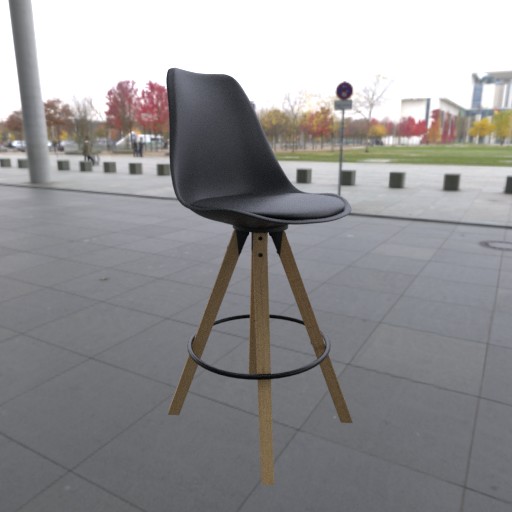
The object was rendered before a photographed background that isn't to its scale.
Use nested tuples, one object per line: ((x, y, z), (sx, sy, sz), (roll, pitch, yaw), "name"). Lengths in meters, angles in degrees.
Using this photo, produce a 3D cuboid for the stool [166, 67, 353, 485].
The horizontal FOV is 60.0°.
((0.000, 0.000, 1.367), (0.485, 1.115, 0.550), (-14, 20, -43), "stool")
